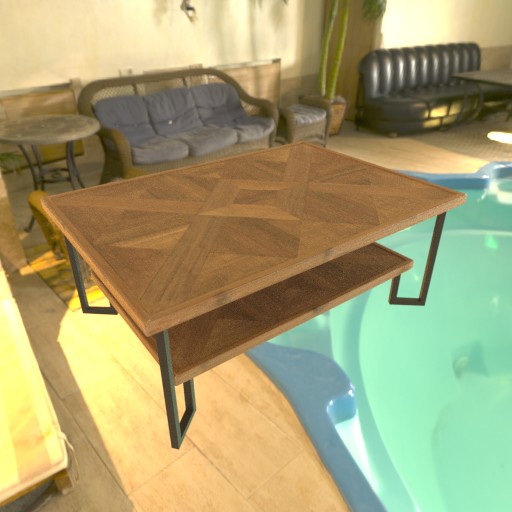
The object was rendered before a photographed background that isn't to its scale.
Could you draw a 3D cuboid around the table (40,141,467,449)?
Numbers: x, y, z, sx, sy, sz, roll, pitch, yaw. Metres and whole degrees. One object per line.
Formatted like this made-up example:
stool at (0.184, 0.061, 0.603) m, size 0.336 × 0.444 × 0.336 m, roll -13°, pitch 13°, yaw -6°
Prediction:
table at (0.000, 0.000, 1.692) m, size 1.238 × 0.492 × 0.877 m, roll -20°, pitch 36°, yaw -31°
